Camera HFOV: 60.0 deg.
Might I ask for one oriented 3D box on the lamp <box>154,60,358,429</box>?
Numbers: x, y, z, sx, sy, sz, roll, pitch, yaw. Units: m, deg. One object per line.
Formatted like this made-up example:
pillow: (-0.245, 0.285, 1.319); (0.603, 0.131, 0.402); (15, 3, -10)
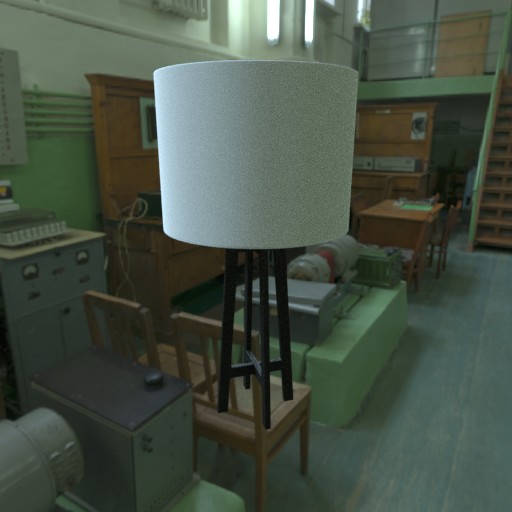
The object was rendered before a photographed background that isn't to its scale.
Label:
lamp: (0.000, 0.000, 0.635); (0.257, 0.489, 0.257); (8, 18, 27)
